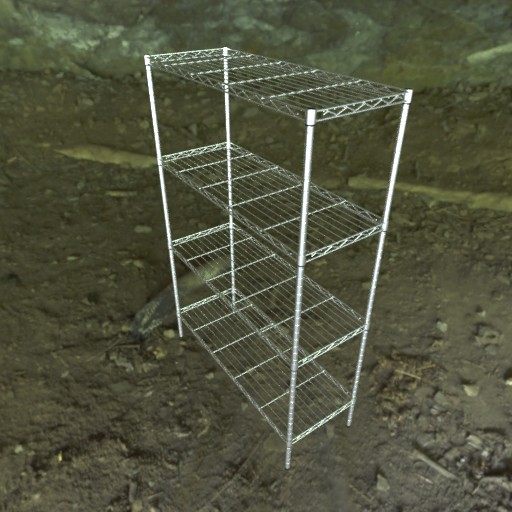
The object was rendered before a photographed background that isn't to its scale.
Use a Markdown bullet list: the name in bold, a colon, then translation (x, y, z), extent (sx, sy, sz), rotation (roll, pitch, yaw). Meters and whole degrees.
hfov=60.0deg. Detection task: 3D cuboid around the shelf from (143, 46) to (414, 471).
- **shelf**: translation (0.000, 0.000, 1.719), extent (0.352, 1.360, 0.907), rotation (-21, 38, -29)
